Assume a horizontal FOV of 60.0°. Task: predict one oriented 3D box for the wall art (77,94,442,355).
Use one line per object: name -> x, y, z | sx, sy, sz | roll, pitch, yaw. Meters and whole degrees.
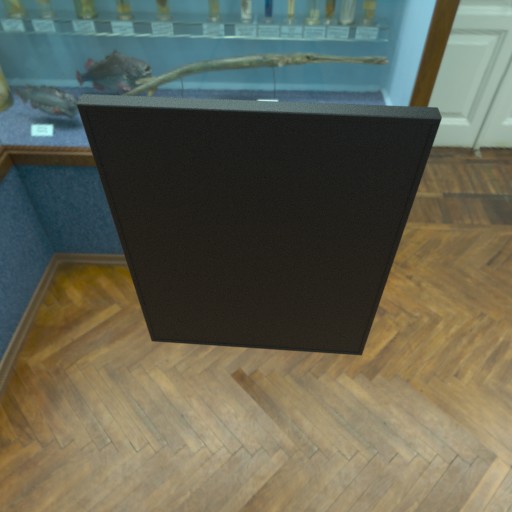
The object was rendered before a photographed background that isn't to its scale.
wall art -> 0.000, 0.000, 0.755 | 0.451, 0.551, 0.028 | 3, 47, 3
